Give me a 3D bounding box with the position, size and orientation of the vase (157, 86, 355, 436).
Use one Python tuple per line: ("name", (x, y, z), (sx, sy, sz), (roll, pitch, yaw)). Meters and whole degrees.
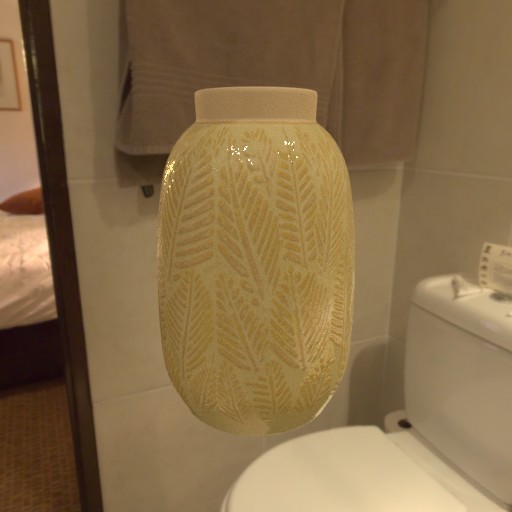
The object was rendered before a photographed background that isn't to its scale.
("vase", (0.000, 0.000, 0.388), (0.172, 0.270, 0.172), (0, 16, 0))
